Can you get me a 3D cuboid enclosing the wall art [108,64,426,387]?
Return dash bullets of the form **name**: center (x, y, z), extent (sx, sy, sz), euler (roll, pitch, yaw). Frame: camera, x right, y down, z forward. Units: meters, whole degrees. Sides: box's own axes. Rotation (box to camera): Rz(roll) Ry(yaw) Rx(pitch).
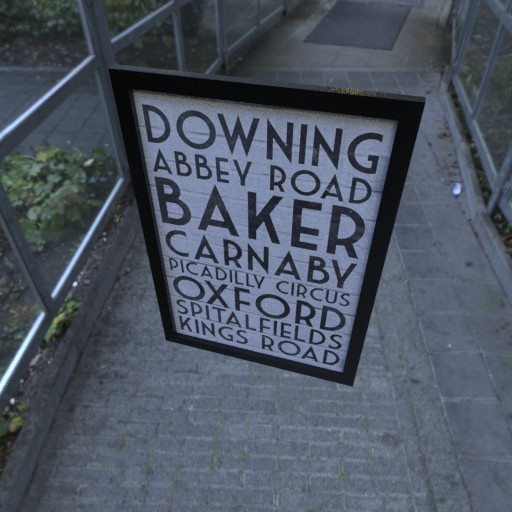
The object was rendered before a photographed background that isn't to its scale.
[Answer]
- **wall art**: center (0.000, 0.000, 0.843), extent (0.462, 0.656, 0.019), euler (11, 42, 12)
